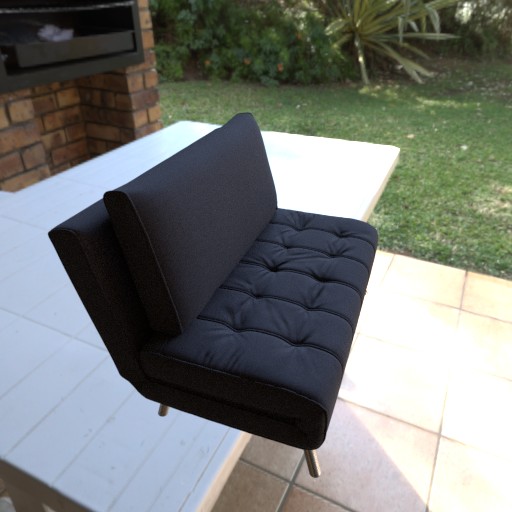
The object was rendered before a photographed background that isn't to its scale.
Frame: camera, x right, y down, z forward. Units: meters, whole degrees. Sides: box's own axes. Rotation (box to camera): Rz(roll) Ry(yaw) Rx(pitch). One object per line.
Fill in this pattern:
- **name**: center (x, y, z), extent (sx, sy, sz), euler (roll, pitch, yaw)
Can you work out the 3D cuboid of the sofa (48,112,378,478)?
- **sofa**: center (0.000, 0.000, 1.848), extent (0.910, 0.910, 1.220), euler (11, 33, 17)
